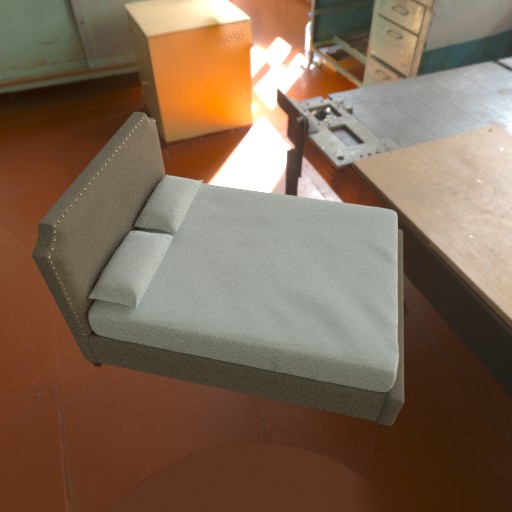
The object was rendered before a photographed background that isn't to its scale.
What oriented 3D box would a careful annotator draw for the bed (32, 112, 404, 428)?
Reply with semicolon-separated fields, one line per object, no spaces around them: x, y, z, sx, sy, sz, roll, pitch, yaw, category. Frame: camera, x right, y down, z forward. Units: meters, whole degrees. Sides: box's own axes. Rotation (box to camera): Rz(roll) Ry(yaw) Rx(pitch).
0.000;0.000;3.410;2.329;1.415;1.703;9;46;9;bed
